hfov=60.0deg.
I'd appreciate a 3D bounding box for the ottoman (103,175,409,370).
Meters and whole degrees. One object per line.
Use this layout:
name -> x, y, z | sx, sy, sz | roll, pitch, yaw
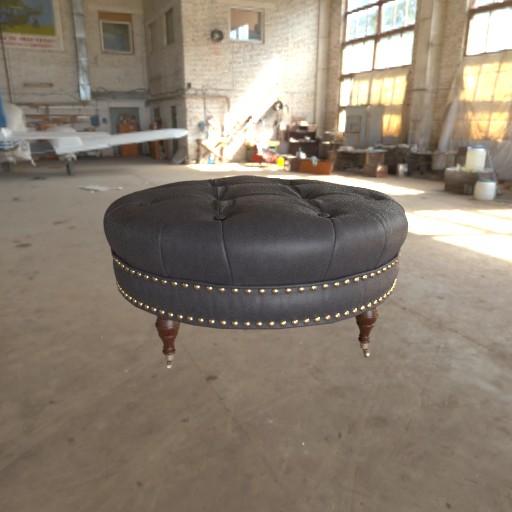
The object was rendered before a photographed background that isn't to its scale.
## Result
ottoman -> 0.000, 0.000, 1.390 | 0.901, 0.439, 0.901 | 0, 17, 0
